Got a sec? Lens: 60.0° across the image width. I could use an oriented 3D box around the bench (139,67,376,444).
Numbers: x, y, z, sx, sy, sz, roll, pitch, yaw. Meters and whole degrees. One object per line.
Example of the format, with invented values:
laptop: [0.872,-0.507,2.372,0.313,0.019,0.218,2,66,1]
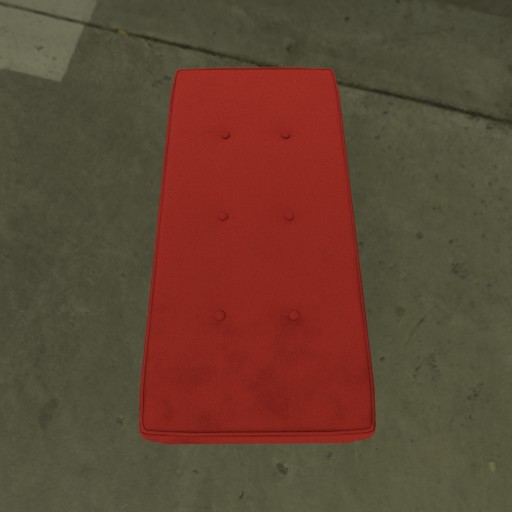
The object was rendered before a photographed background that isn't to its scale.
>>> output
bench: [0.000,0.000,1.281,0.492,0.471,1.016,0,64,0]
